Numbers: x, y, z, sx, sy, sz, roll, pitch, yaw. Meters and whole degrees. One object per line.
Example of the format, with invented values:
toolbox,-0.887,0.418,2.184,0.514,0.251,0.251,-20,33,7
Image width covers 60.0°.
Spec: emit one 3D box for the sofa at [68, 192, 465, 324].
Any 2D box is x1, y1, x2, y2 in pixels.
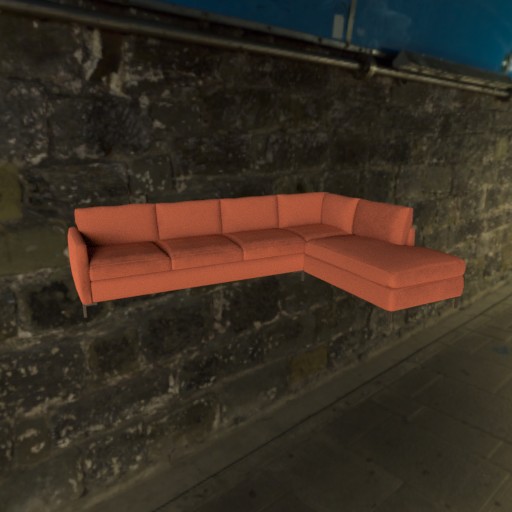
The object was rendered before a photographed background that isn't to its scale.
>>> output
sofa,0.000,0.000,3.632,2.736,0.757,1.879,-7,17,-26
